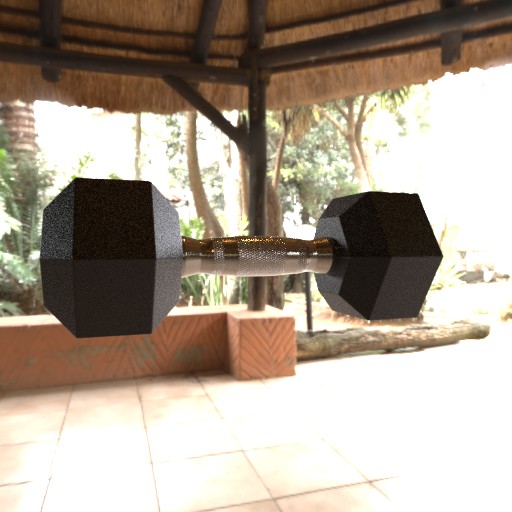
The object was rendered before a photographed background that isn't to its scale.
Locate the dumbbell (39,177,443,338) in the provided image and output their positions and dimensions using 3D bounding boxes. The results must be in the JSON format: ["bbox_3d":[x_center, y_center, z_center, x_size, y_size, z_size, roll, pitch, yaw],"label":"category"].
[{"bbox_3d":[0.000,0.000,0.345,0.297,0.101,0.116,0,1,-19],"label":"dumbbell"}]
